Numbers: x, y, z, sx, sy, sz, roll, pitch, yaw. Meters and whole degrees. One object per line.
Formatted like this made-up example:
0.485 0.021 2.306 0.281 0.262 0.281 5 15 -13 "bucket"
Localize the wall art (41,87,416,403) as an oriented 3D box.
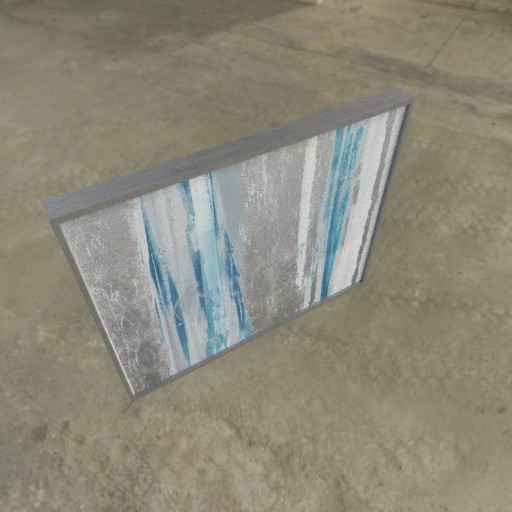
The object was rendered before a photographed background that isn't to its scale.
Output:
0.000 0.000 0.764 0.557 0.450 0.037 -23 51 -21 "wall art"
